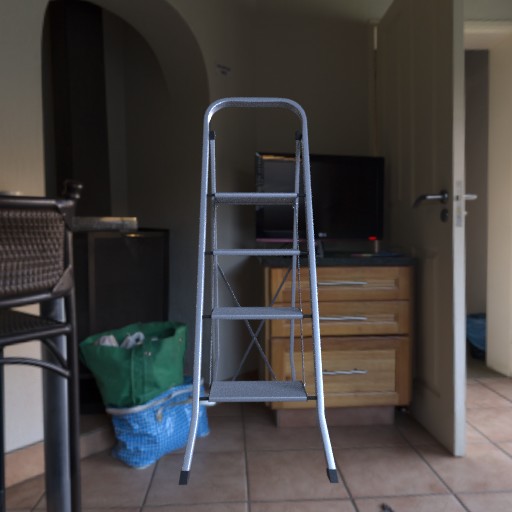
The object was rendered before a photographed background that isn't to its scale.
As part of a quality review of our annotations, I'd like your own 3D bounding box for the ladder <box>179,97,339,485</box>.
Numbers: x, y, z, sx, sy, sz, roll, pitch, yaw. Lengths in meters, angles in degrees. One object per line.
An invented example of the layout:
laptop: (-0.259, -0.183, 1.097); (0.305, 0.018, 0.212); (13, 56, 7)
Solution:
ladder: (0.000, 0.000, 1.673); (0.465, 1.290, 0.830); (0, 2, -1)
